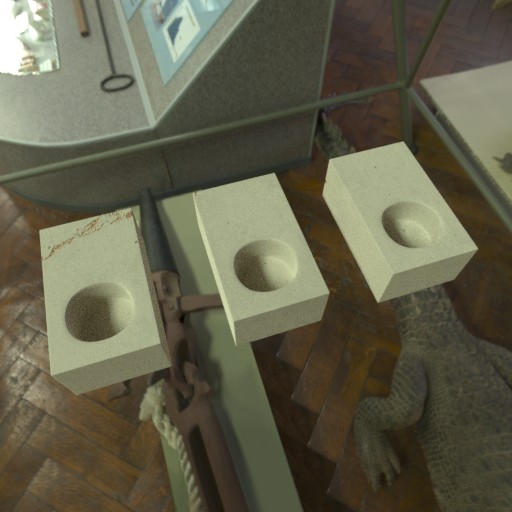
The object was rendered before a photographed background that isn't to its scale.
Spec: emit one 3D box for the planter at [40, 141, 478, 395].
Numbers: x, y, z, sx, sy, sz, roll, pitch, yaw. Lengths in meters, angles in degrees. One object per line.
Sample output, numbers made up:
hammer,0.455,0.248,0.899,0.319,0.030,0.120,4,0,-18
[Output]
planter,0.000,0.000,0.381,0.333,0.051,0.127,-15,59,-9
